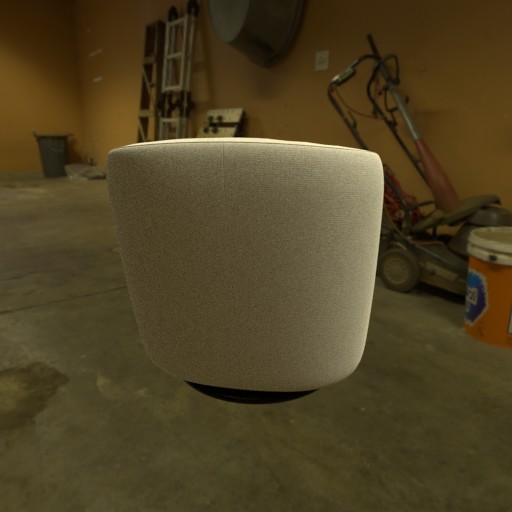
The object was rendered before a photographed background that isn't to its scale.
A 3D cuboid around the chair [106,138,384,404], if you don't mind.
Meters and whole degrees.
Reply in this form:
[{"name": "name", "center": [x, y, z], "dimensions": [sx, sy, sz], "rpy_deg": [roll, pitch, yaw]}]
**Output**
[{"name": "chair", "center": [0.000, 0.000, 1.630], "dimensions": [0.822, 0.861, 0.986], "rpy_deg": [3, 16, 9]}]
